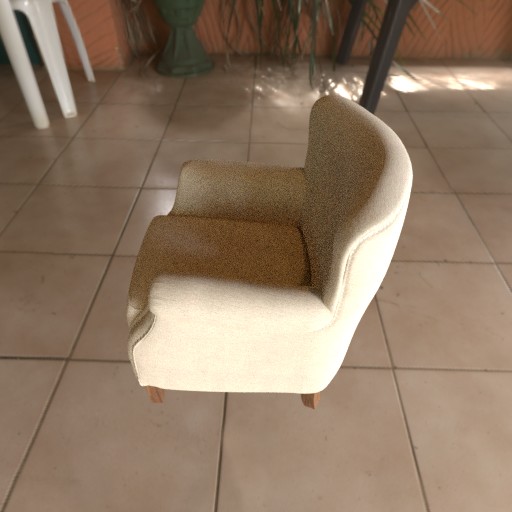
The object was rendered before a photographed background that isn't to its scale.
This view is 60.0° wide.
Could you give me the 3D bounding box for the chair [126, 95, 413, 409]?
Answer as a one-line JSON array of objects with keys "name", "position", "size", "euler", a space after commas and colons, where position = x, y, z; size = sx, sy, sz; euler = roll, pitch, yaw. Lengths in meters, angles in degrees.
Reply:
[{"name": "chair", "position": [0.000, 0.000, 1.648], "size": [0.921, 0.936, 0.861], "euler": [0, 41, 0]}]
